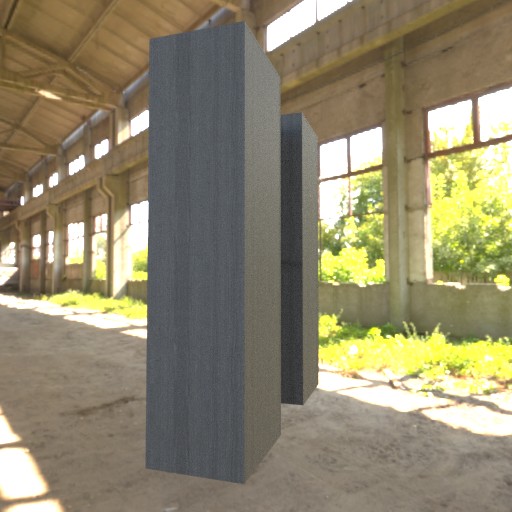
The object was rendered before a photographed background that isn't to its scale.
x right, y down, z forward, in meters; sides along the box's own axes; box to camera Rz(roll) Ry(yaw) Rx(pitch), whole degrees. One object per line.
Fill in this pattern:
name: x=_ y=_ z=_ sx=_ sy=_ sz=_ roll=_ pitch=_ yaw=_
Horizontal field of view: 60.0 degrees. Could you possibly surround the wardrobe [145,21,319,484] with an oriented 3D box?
wardrobe: x=0.000 y=0.000 z=2.826 sx=0.480 sy=2.000 sz=1.770 roll=-1 pitch=-2 yaw=18
